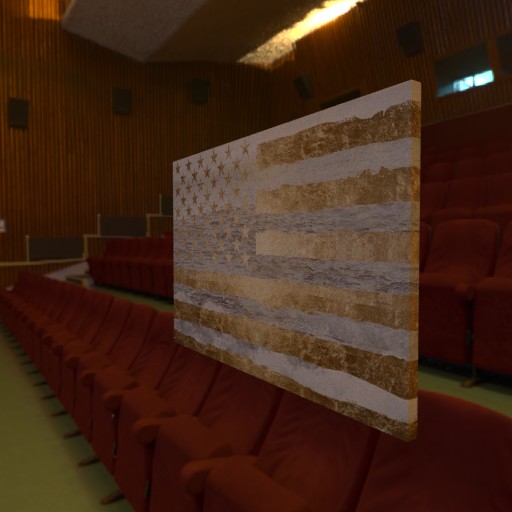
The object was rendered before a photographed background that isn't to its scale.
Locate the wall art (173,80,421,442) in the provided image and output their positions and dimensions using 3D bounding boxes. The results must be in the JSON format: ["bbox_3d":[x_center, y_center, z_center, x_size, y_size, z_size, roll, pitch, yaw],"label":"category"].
[{"bbox_3d":[0.000,0.000,1.133,0.027,0.610,0.932,-1,2,-35],"label":"wall art"}]
